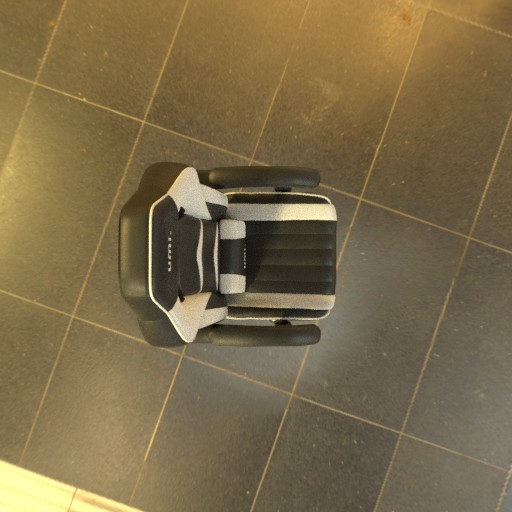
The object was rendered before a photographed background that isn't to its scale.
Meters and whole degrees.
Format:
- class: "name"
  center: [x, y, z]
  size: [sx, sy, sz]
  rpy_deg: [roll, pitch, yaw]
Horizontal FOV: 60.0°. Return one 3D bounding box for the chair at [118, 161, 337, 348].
- class: "chair"
  center: [0.000, 0.000, 1.671]
  size: [0.700, 1.200, 0.676]
  rpy_deg: [0, 89, 0]
